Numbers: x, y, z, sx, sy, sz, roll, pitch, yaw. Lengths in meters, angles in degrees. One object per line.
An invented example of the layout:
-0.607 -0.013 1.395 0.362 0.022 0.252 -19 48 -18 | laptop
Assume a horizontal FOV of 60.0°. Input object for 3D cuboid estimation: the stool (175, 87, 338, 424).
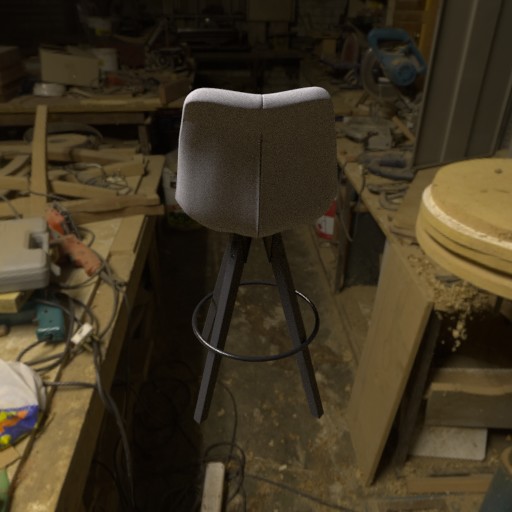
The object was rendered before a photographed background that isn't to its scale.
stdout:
0.000 0.000 1.431 0.485 1.115 0.550 -2 31 -3 | stool
